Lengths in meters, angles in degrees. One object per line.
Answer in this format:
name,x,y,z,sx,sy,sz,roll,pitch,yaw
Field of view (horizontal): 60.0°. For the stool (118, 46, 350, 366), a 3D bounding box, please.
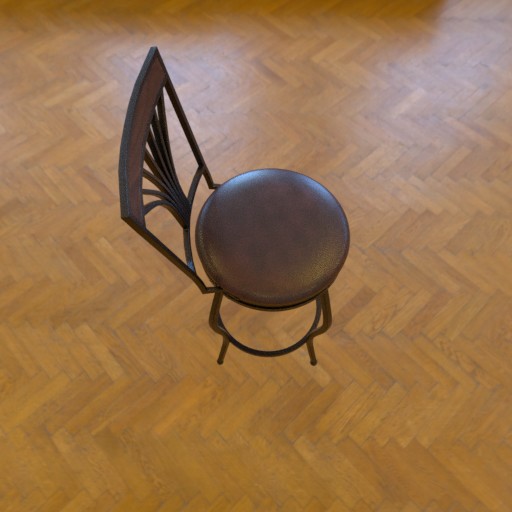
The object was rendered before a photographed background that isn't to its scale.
stool,0.000,0.000,1.345,0.514,1.117,0.433,0,63,0
